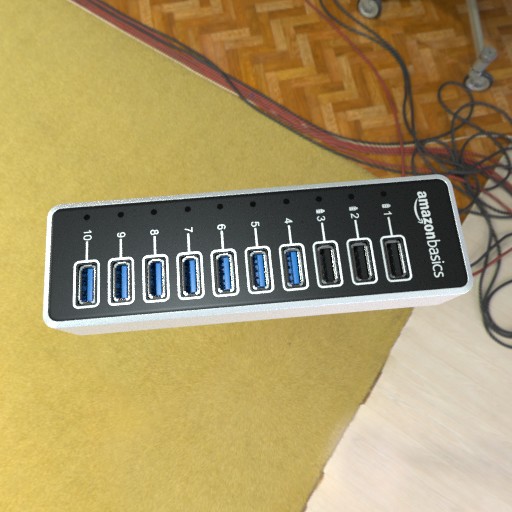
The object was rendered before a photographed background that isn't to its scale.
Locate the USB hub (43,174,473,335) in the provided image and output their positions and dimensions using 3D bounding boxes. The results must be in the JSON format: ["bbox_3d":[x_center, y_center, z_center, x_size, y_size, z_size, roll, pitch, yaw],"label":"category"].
[{"bbox_3d":[0.000,0.000,0.163,0.145,0.023,0.044,-5,74,-1],"label":"USB hub"}]
